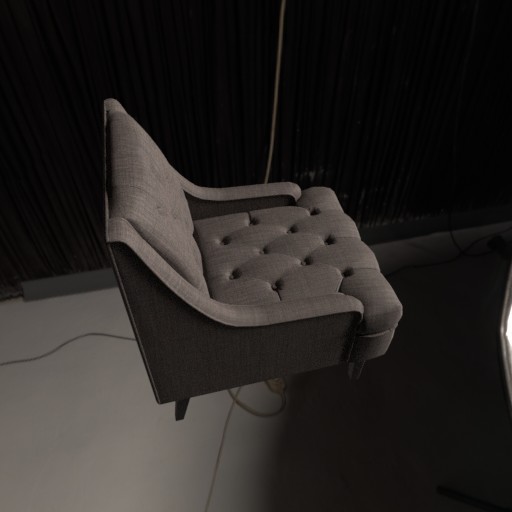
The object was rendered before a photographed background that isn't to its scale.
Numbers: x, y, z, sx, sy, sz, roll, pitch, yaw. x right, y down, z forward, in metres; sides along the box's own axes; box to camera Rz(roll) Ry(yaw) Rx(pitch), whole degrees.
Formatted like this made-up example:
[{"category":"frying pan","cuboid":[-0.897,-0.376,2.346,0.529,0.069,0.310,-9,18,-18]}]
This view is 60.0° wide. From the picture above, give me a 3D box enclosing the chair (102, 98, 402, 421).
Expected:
[{"category":"chair","cuboid":[0.000,0.000,1.447,0.771,0.891,0.655,-10,46,-10]}]
